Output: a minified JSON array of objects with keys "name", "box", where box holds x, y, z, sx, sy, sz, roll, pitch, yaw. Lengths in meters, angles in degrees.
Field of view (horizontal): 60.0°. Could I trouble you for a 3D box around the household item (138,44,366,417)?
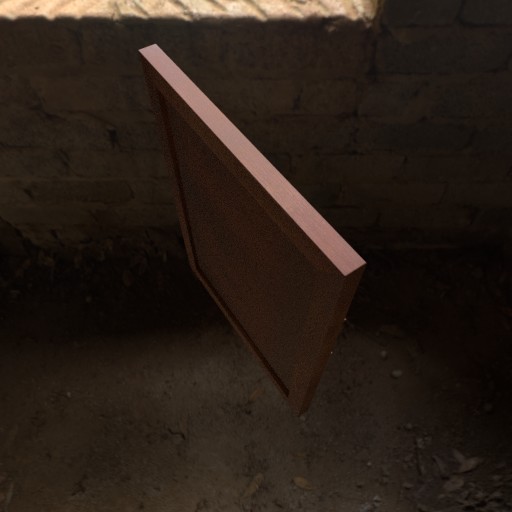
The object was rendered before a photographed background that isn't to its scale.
[{"name":"household item","box":[0.000,0.000,0.545,0.067,0.407,0.310,-30,62,-18]}]
